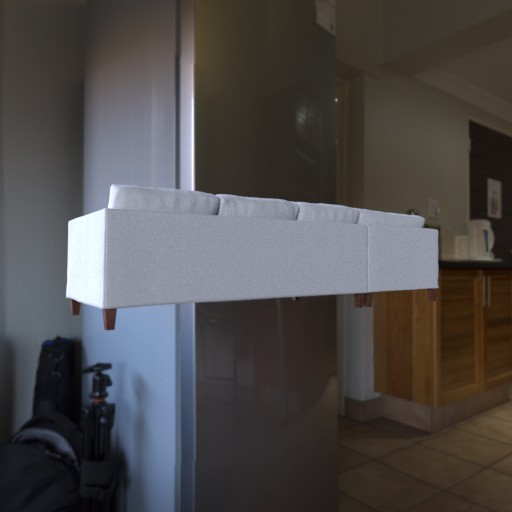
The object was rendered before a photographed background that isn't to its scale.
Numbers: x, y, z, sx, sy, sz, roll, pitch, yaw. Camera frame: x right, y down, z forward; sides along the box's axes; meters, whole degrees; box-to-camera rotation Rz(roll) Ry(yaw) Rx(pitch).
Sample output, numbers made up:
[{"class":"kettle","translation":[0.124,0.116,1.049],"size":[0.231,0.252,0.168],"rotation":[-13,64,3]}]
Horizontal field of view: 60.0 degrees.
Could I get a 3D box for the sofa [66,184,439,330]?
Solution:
[{"class":"sofa","translation":[0.000,0.000,4.014],"size":[3.186,0.861,1.625],"rotation":[0,-1,-35]}]
